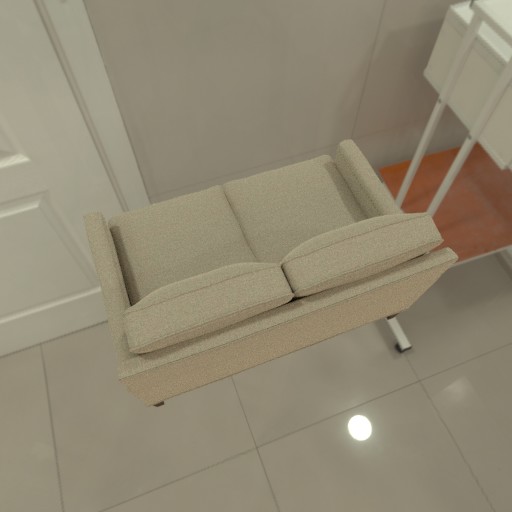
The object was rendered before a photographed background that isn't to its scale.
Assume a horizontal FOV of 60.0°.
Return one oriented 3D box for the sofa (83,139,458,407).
[{"bbox_3d":[0.000,0.000,2.346,1.597,1.003,1.084,-18,60,-11],"label":"sofa"}]
